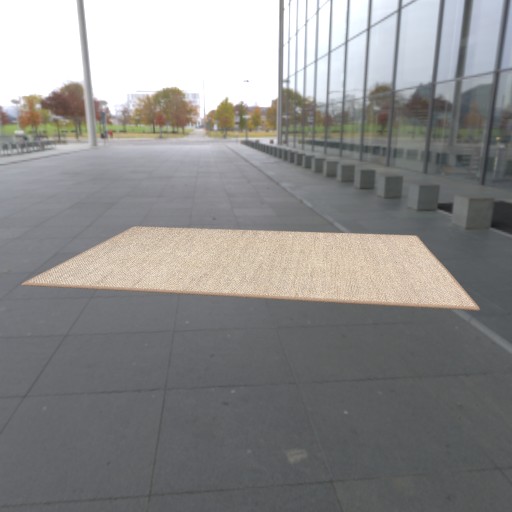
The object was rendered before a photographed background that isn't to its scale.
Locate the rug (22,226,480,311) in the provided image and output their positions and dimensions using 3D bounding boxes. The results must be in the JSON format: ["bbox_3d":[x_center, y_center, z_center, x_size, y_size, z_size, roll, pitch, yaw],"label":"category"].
[{"bbox_3d":[0.000,0.000,2.088,1.668,0.012,1.061,2,16,8],"label":"rug"}]
